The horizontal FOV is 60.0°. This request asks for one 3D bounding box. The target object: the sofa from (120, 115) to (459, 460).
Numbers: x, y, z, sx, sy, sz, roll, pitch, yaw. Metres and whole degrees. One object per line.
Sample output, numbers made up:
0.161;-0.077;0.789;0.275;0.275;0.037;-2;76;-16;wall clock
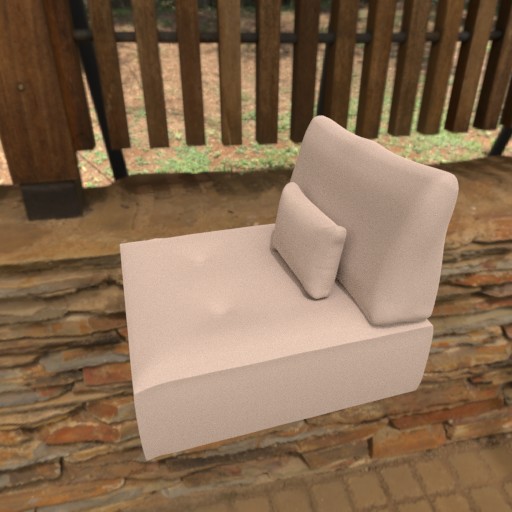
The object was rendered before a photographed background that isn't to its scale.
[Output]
0.000;0.000;1.681;1.000;0.828;0.935;-9;30;-15;sofa
